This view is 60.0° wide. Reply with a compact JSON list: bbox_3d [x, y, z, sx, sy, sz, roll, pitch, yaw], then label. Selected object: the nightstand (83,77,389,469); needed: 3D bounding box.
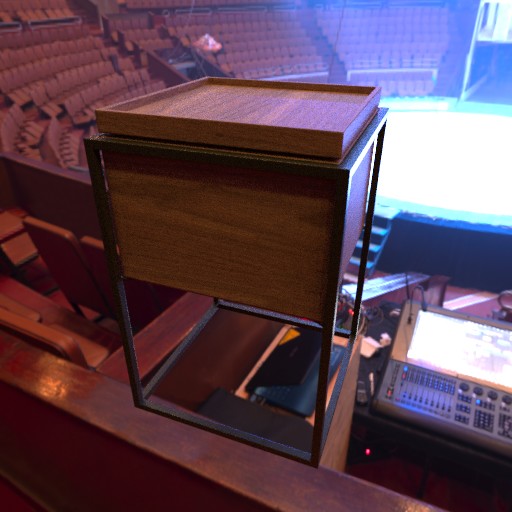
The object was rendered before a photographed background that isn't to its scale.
[{"bbox_3d":[0.000,0.000,0.884,0.397,0.607,0.397,11,31,18],"label":"nightstand"}]
